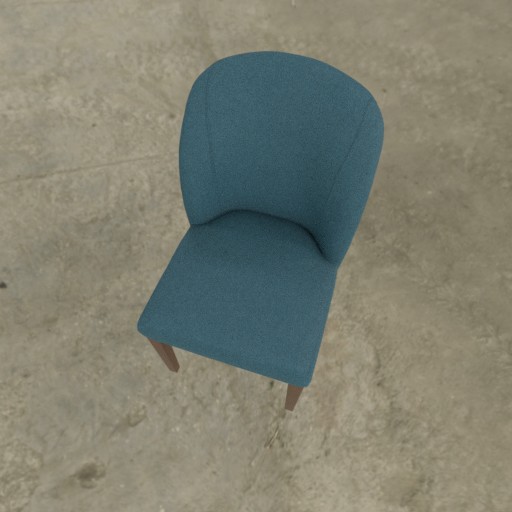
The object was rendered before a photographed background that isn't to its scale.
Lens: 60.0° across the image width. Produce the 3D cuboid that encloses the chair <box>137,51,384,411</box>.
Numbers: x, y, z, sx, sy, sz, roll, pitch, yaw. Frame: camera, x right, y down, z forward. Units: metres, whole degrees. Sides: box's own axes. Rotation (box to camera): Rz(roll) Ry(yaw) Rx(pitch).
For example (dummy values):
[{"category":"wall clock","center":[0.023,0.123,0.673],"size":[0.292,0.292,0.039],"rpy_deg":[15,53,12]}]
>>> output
[{"category":"chair","center":[0.000,0.000,1.272],"size":[0.507,0.879,0.620],"rpy_deg":[16,61,9]}]
